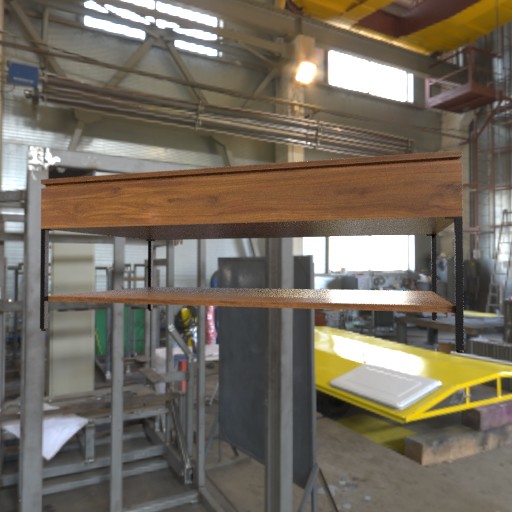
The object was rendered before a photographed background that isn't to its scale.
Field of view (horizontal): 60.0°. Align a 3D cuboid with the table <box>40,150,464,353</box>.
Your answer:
[{"bbox_3d":[0.000,0.000,1.330,1.057,0.414,0.574,0,-1,17],"label":"table"}]
